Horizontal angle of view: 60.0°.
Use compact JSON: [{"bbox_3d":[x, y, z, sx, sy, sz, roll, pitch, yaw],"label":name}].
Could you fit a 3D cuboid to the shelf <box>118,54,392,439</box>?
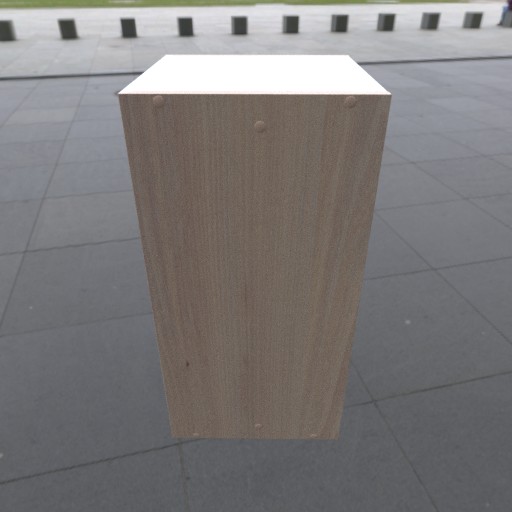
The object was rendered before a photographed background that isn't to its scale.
[{"bbox_3d":[0.000,0.000,0.759,0.297,0.594,0.290,0,32,1],"label":"shelf"}]
